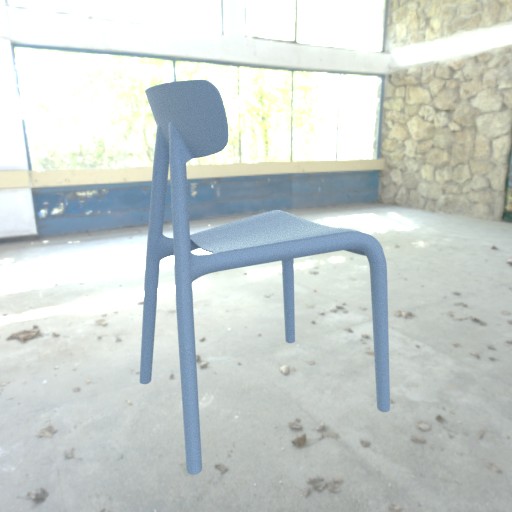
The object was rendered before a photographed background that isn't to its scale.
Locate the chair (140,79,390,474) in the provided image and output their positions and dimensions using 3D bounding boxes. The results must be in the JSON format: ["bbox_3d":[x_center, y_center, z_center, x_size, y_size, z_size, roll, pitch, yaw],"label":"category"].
[{"bbox_3d":[0.000,0.000,0.832,0.401,0.580,0.356,-8,17,-27],"label":"chair"}]
